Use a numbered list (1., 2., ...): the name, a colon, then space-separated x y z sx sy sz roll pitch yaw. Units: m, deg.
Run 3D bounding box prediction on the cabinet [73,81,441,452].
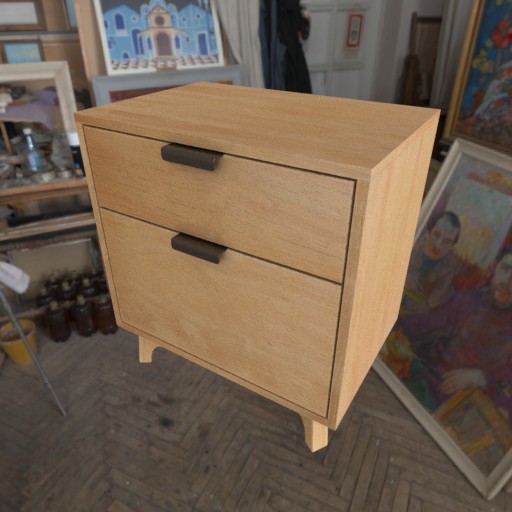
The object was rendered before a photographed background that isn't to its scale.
1. cabinet: 0.000 0.000 0.947 0.551 0.599 0.394 18 35 27
